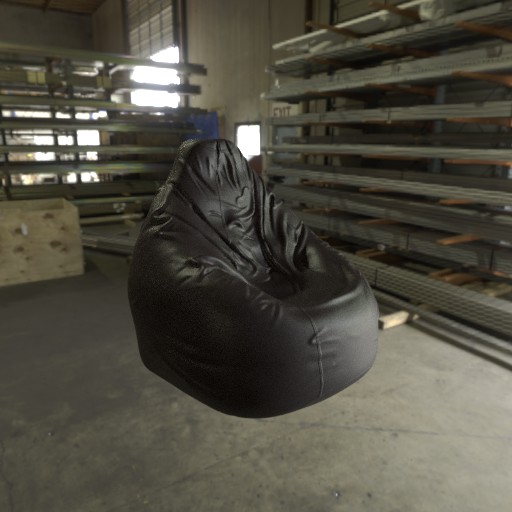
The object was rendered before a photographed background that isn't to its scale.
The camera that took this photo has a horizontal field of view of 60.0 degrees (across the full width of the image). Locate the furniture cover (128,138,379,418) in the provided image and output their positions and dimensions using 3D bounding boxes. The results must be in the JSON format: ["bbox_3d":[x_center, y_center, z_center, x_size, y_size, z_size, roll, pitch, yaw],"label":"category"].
[{"bbox_3d":[0.000,0.000,1.922,1.070,0.990,1.070,14,20,43],"label":"furniture cover"}]
